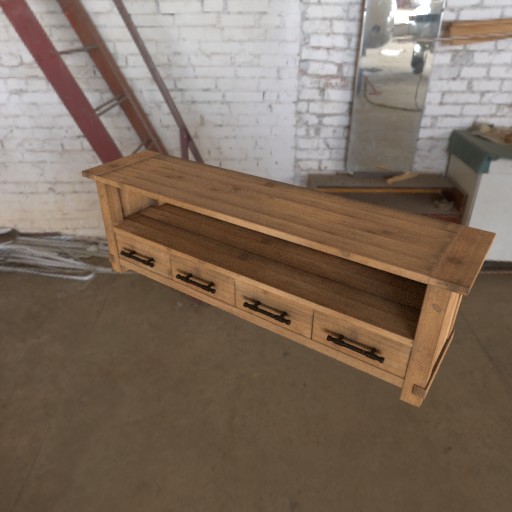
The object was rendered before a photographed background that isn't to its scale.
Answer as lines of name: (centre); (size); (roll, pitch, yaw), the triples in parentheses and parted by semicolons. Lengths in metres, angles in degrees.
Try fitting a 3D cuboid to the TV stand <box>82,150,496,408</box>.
TV stand: (0.000, 0.000, 2.030); (1.804, 0.573, 0.453); (19, 35, 29)
